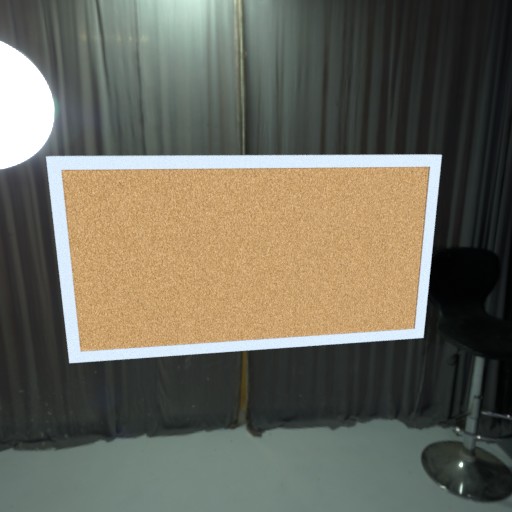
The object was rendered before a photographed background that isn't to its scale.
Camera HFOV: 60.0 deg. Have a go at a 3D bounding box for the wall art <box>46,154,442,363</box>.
[{"bbox_3d":[0.000,0.000,0.973,0.812,0.431,0.038,-2,14,-9],"label":"wall art"}]
